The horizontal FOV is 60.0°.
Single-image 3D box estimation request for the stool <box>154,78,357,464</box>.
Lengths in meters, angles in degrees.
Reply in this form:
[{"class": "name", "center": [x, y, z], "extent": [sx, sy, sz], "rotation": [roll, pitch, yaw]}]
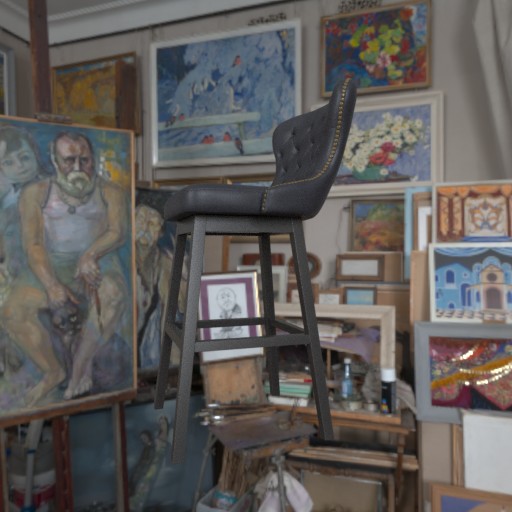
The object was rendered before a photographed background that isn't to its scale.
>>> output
[{"class": "stool", "center": [0.000, 0.000, 1.425], "extent": [0.601, 1.050, 0.528], "rotation": [0, 1, -19]}]
